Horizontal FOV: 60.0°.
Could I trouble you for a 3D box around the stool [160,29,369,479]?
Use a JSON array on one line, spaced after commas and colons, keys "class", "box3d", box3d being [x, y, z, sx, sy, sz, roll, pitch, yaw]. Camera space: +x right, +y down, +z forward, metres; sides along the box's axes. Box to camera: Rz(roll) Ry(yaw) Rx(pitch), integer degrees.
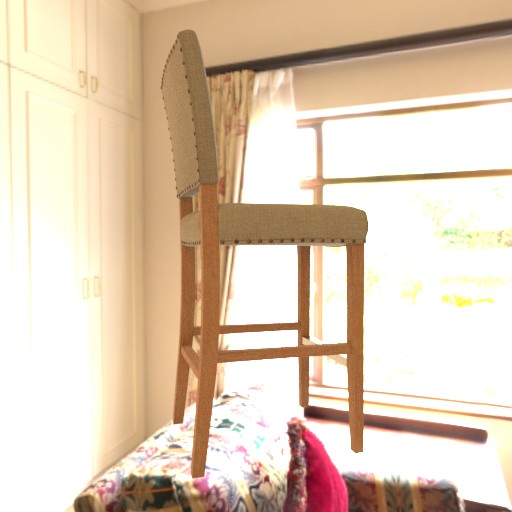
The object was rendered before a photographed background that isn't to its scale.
[{"class": "stool", "box3d": [0.000, 0.000, 1.458, 0.585, 1.203, 0.445, -1, 2, -18]}]
